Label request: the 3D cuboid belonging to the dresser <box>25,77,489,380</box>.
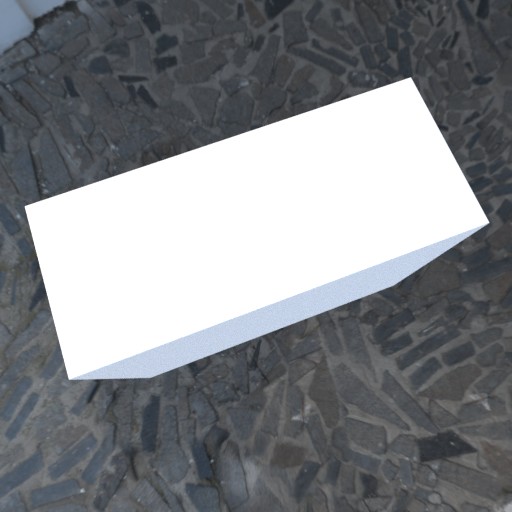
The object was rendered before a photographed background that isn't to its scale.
[{"bbox_3d":[0.000,0.000,1.532,1.100,0.820,0.460,-20,76,-5],"label":"dresser"}]
